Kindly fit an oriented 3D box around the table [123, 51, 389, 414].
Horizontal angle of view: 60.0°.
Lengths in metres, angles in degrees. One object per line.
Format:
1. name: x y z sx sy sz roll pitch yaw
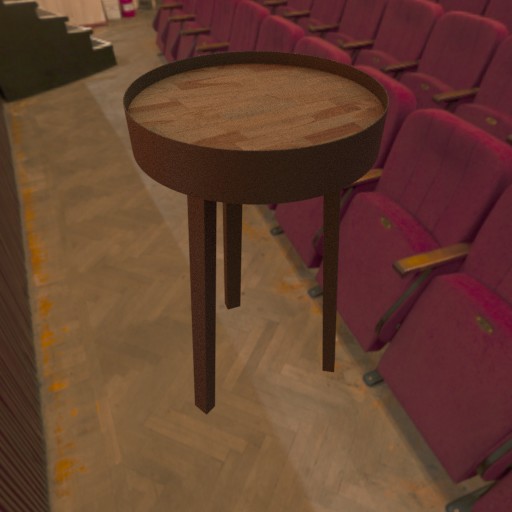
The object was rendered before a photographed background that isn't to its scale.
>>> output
1. table: 0.000 0.000 0.917 0.406 0.686 0.406 -13 42 -15
